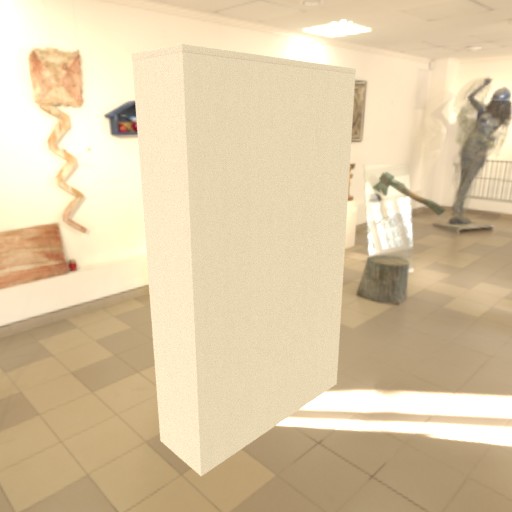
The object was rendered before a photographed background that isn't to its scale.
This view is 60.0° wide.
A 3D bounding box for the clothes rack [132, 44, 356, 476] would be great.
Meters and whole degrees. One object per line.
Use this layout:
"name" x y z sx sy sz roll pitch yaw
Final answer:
"clothes rack" 0.000 0.000 1.588 0.750 1.280 0.250 -16 23 -42
